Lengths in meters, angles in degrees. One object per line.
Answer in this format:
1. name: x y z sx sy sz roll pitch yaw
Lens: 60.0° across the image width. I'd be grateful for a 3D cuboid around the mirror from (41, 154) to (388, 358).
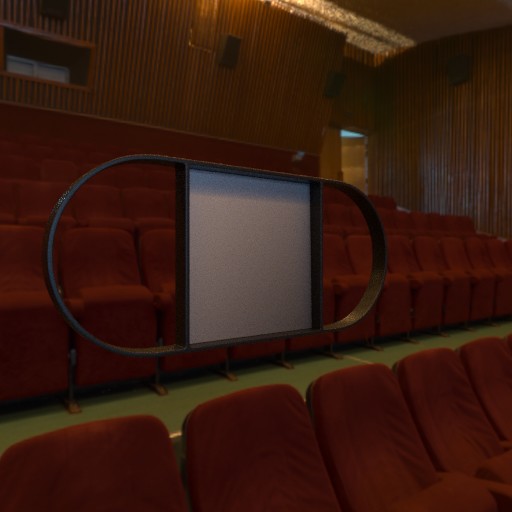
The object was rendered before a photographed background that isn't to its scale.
1. mirror: 0.000 0.000 0.665 0.584 0.254 0.032 0 0 -36
